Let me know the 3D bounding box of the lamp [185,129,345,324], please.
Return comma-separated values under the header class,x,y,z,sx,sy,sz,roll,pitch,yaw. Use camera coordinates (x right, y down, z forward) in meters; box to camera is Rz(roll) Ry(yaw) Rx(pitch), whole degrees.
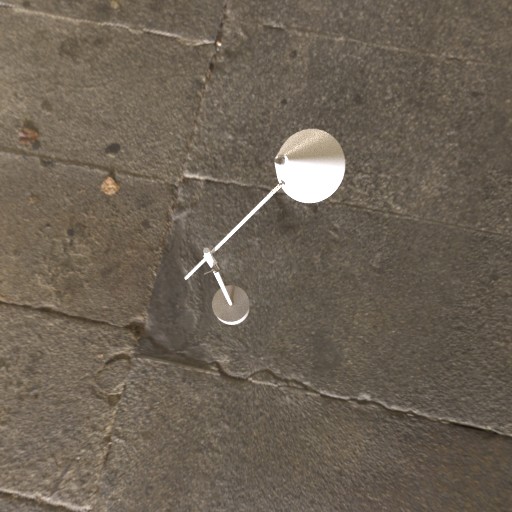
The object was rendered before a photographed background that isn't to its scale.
class,x,y,z,sx,sy,sz,roll,pitch,yaw
lamp,0.000,0.000,1.632,0.508,1.430,0.223,-33,79,-7
